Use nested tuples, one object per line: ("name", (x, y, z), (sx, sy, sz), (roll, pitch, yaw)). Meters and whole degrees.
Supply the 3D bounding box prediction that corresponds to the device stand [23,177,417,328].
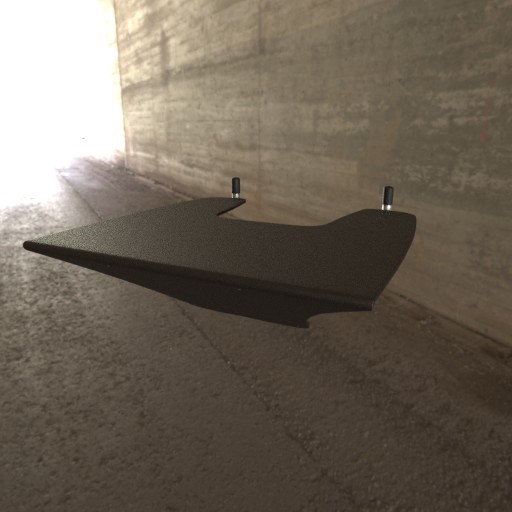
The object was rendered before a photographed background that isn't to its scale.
("device stand", (0.000, 0.000, 0.347), (0.230, 0.092, 0.230), (8, 18, 25))
